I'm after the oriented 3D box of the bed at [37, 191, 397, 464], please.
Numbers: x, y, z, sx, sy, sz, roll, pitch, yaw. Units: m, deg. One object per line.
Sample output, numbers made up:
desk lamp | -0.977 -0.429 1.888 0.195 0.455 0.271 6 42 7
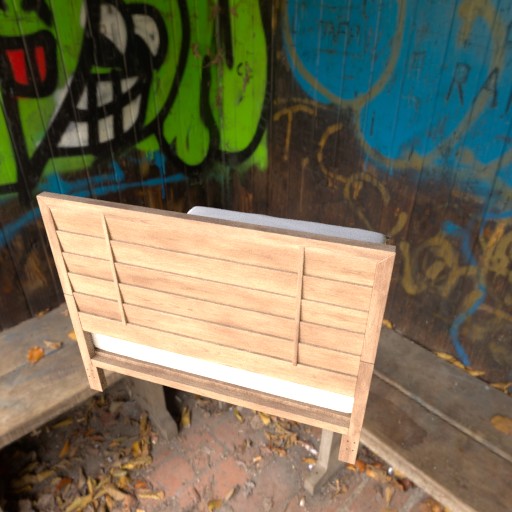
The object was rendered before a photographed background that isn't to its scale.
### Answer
bed | 0.000 0.000 3.557 2.032 1.626 2.032 10 33 16
